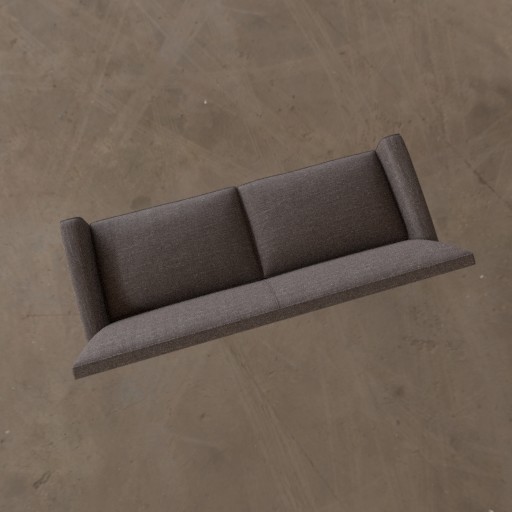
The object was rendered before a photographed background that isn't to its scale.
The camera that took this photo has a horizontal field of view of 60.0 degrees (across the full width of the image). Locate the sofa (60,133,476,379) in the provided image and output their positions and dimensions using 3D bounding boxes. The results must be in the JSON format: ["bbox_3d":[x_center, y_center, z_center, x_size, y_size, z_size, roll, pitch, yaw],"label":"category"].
[{"bbox_3d":[0.000,0.000,2.512,1.976,0.846,0.875,-15,74,-4],"label":"sofa"}]
